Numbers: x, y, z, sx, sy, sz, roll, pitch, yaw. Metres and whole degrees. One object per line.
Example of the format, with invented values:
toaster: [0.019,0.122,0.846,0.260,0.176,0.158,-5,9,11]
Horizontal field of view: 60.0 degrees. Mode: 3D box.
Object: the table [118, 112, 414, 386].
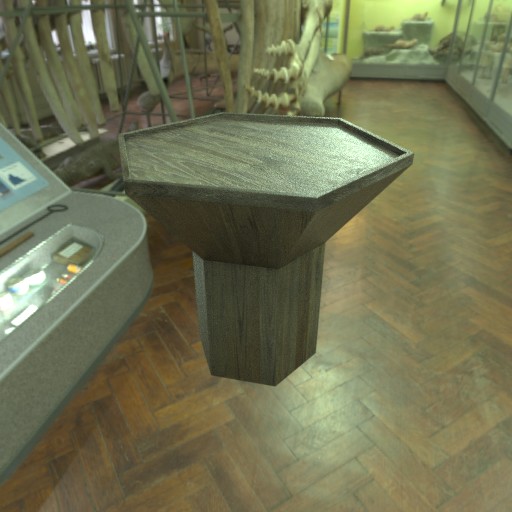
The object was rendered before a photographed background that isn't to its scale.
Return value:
table: [0.000,0.000,1.143,0.592,0.586,0.683,-8,31,-15]
